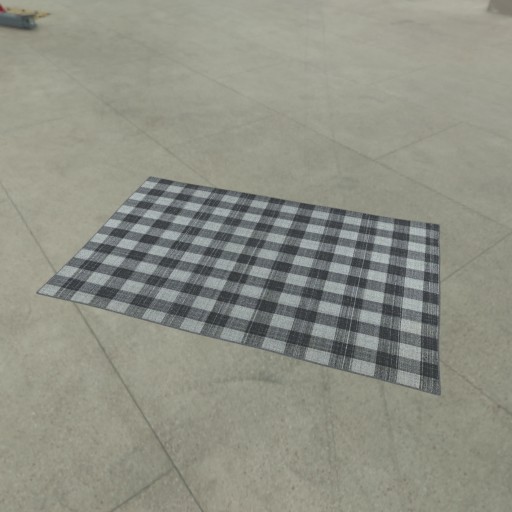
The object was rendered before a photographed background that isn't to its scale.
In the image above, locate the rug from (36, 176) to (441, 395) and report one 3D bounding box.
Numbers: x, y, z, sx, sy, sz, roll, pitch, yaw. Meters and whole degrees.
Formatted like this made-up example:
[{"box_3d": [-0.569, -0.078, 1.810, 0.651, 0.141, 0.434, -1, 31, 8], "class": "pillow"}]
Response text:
[{"box_3d": [0.000, 0.000, 3.119, 2.476, 0.011, 1.554, 11, 42, 13], "class": "rug"}]
